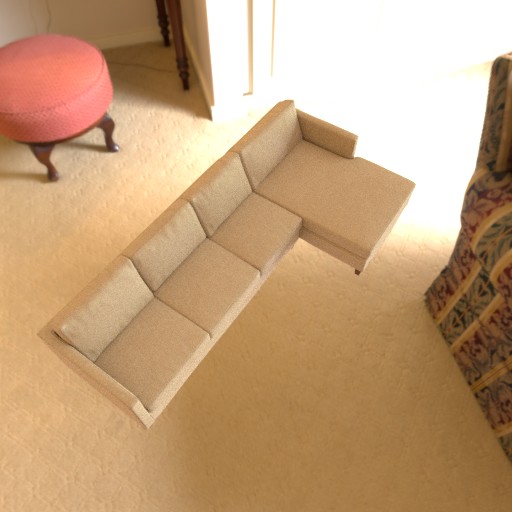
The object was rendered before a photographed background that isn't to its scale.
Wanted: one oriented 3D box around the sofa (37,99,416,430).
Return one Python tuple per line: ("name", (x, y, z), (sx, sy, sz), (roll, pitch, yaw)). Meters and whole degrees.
("sofa", (0.000, 0.000, 3.820), (1.625, 0.846, 3.186), (30, 61, 18))
